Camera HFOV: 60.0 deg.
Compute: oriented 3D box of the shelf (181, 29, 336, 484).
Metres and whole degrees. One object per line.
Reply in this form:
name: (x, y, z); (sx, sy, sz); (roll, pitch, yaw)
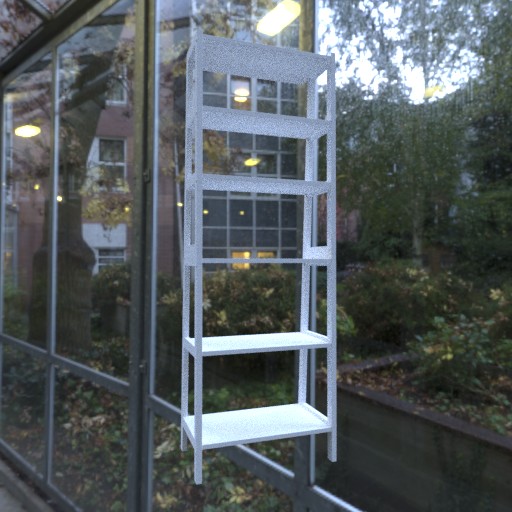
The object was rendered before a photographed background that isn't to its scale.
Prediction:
shelf: (0.000, 0.000, 2.127); (0.660, 1.892, 0.381); (0, -1, -19)
